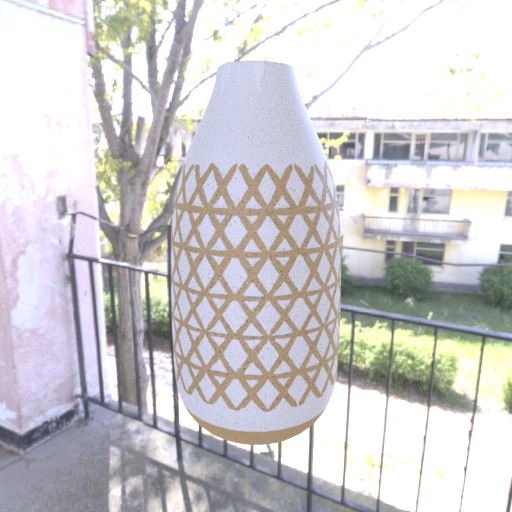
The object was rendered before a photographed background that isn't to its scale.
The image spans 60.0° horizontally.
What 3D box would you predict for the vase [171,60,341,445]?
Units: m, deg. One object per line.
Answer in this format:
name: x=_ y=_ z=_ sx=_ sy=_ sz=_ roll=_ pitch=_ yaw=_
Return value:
vase: x=0.000 y=0.000 z=0.479 sx=0.186 sy=0.380 sz=0.186 roll=0 pitch=13 yaw=0
